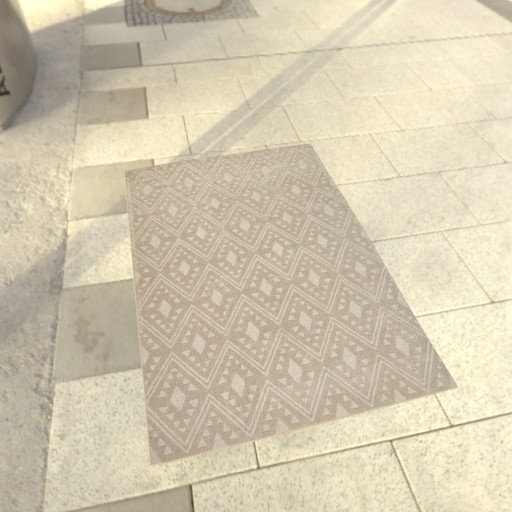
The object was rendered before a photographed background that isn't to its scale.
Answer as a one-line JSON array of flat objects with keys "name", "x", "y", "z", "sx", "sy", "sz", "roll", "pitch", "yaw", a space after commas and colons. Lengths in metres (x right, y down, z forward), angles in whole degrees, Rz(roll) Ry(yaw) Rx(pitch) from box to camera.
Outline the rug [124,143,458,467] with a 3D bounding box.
[{"name": "rug", "x": 0.000, "y": 0.000, "z": 2.303, "sx": 1.252, "sy": 0.034, "sz": 1.829, "roll": -11, "pitch": 48, "yaw": -10}]
